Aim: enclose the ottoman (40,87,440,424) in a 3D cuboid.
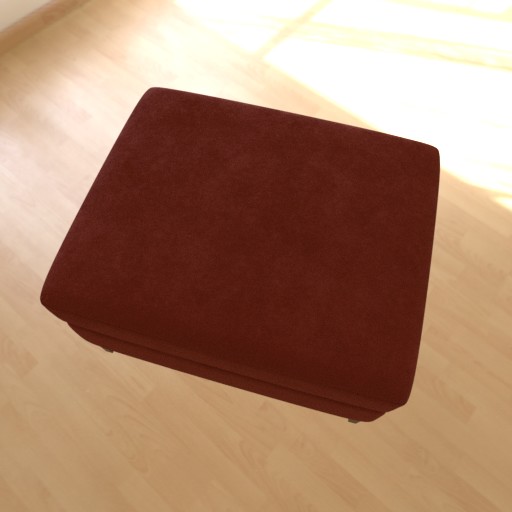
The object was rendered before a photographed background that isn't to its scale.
[{"bbox_3d":[0.000,0.000,1.164,0.782,0.462,0.650,14,65,7],"label":"ottoman"}]
